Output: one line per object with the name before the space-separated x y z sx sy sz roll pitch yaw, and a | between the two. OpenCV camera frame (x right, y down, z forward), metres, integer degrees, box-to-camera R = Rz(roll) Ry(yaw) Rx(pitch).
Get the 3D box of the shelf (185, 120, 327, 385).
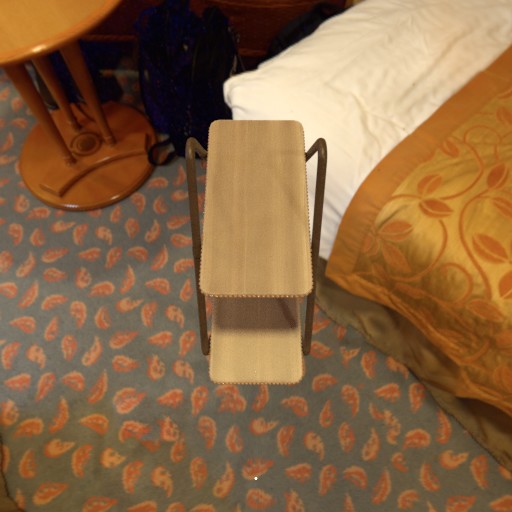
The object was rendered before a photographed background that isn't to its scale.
shelf | 0.000 0.000 1.067 0.234 0.774 0.609 0 63 0
